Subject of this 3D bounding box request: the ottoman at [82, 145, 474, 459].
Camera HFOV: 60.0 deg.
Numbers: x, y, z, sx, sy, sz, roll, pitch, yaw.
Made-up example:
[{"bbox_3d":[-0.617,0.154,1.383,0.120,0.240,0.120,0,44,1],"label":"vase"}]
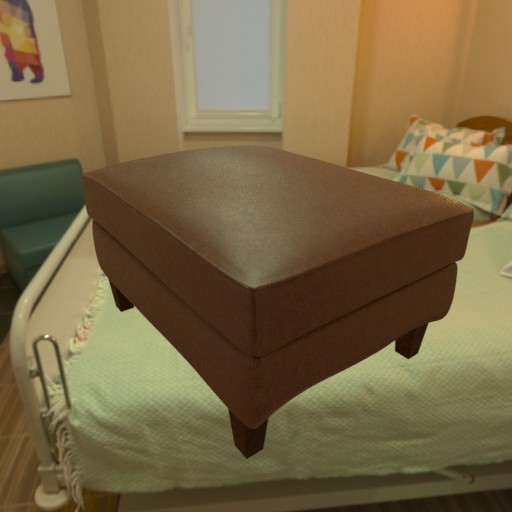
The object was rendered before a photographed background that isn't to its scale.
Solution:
[{"bbox_3d":[0.000,0.000,1.210,0.650,0.485,0.851,-18,31,-32],"label":"ottoman"}]
